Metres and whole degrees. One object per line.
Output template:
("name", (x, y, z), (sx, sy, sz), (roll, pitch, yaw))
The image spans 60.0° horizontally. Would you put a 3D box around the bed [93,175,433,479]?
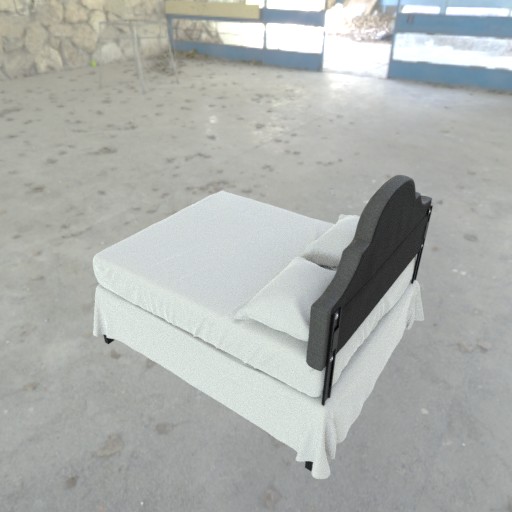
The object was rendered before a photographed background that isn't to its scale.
("bed", (0.000, 0.000, 3.315), (2.222, 1.634, 1.780), (21, 37, 30))
